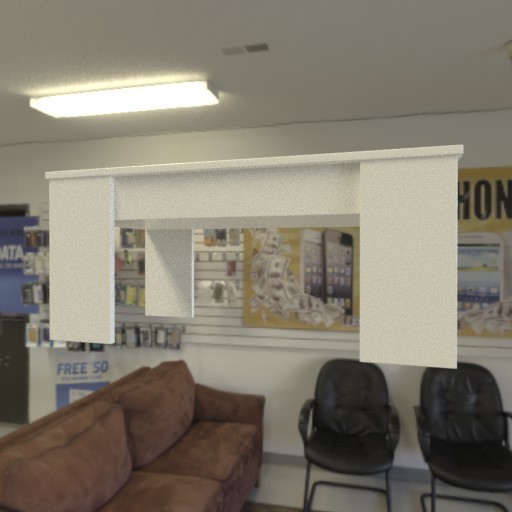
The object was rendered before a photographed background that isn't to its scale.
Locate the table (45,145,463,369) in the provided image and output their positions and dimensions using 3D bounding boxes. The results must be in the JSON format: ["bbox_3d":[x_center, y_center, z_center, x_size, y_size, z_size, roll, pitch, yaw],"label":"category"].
[{"bbox_3d":[0.000,0.000,1.251,1.000,0.440,0.500,0,0,17],"label":"table"}]
